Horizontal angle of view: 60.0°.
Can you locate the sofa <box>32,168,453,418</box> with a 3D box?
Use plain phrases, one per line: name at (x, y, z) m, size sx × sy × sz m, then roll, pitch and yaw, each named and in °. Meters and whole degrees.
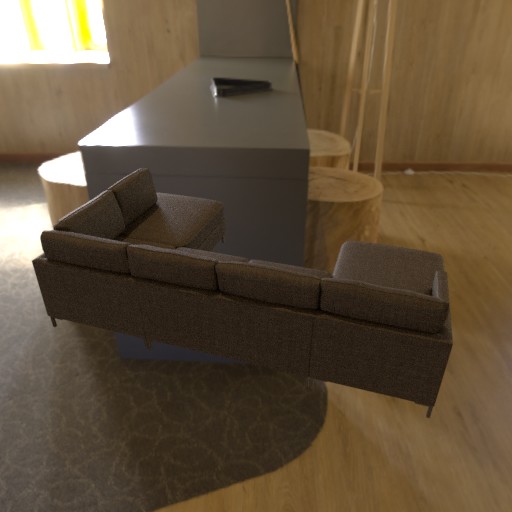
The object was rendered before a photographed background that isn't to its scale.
sofa at (0.000, 0.000, 4.259) m, size 3.423 × 0.999 × 2.048 m, roll 9°, pitch 32°, yaw 15°
